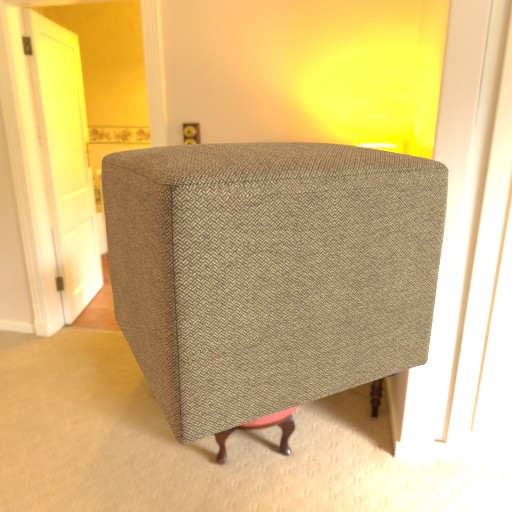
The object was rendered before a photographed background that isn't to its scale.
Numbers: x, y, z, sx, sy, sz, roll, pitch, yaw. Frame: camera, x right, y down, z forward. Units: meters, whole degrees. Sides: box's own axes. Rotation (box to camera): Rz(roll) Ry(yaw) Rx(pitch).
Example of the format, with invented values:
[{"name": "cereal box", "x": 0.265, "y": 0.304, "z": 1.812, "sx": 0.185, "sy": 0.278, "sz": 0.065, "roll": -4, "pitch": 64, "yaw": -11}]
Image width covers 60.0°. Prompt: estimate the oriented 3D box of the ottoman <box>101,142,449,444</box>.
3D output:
[{"name": "ottoman", "x": 0.000, "y": 0.000, "z": 0.917, "sx": 0.519, "sy": 0.453, "sz": 0.512, "roll": -9, "pitch": 19, "yaw": -26}]
